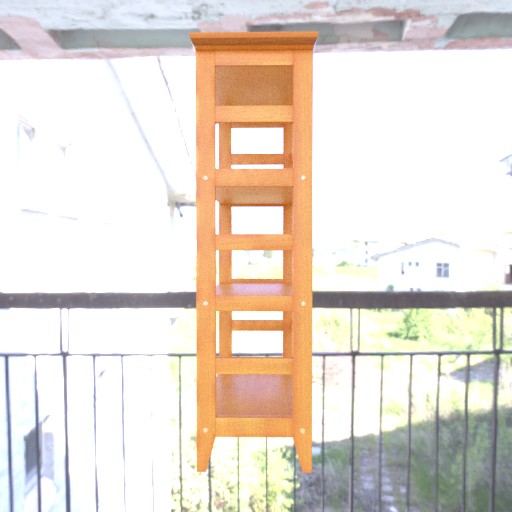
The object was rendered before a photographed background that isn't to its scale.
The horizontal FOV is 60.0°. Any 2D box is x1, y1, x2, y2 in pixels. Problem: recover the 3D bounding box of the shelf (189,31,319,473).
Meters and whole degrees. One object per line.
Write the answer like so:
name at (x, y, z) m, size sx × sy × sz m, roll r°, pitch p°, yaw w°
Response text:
shelf at (0.000, 0.000, 1.382) m, size 0.305 × 1.067 × 0.660 m, roll 0°, pitch 1°, yaw 1°
